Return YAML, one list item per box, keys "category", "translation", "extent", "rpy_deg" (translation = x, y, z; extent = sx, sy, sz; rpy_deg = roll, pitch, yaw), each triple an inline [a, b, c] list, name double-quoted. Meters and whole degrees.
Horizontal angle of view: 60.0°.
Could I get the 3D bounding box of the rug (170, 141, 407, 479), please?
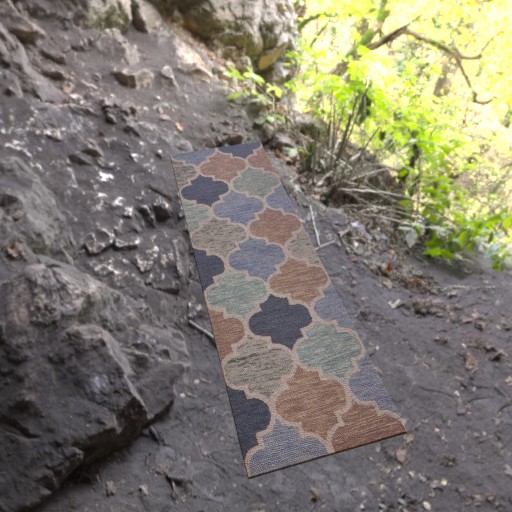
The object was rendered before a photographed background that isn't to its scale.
- category: "rug"
  translation: [0.000, 0.000, 2.541]
  extent: [0.687, 0.011, 2.287]
  rpy_deg: [-11, 48, -10]
